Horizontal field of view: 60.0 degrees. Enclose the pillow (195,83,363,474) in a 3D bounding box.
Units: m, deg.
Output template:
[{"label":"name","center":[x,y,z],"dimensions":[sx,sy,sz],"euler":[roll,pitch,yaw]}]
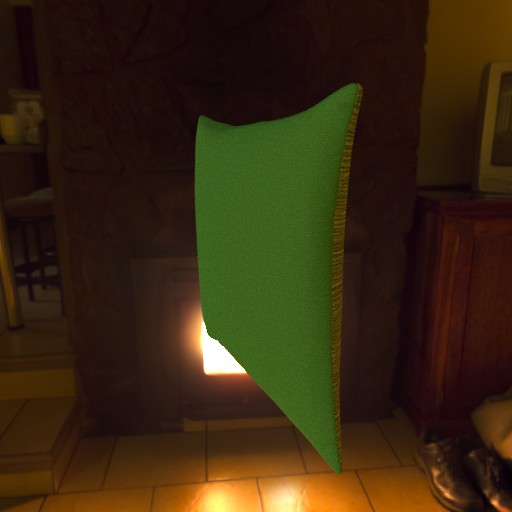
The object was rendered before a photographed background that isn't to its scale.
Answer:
[{"label":"pillow","center":[0.000,0.000,0.757],"dimensions":[0.150,0.497,0.514],"euler":[-7,15,-25]}]
